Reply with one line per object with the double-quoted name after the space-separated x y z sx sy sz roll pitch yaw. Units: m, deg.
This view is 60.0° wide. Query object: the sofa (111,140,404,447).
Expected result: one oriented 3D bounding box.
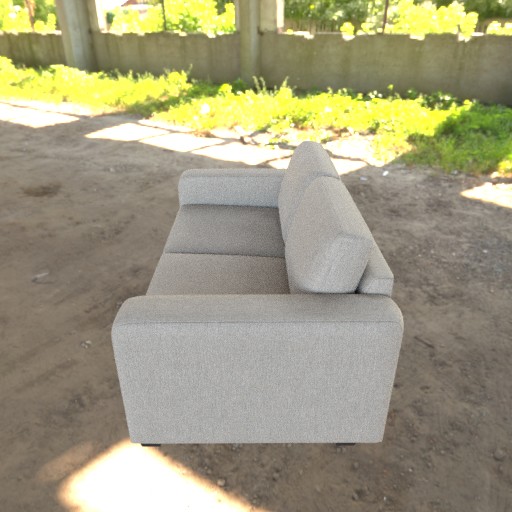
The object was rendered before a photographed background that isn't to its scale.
0.000 0.000 2.050 0.900 0.800 1.540 0 28 0 "sofa"
